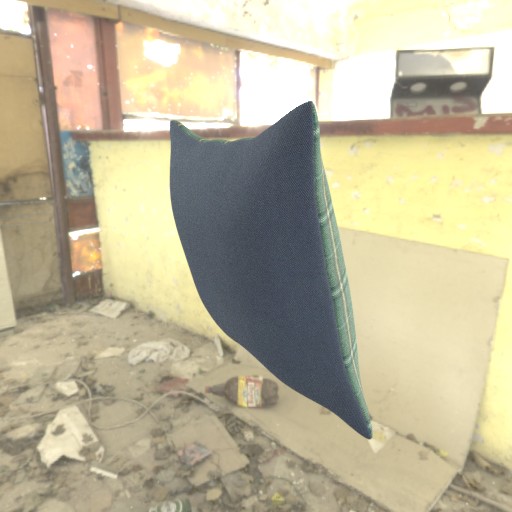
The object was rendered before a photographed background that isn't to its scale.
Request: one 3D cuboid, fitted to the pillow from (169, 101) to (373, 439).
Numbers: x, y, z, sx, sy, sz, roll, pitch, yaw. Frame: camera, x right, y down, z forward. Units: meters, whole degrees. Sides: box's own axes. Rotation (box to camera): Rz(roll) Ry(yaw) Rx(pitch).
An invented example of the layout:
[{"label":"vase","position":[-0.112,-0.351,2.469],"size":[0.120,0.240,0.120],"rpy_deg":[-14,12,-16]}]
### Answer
[{"label":"pillow","position":[0.000,0.000,0.702],"size":[0.200,0.430,0.453],"rpy_deg":[-7,16,-27]}]
